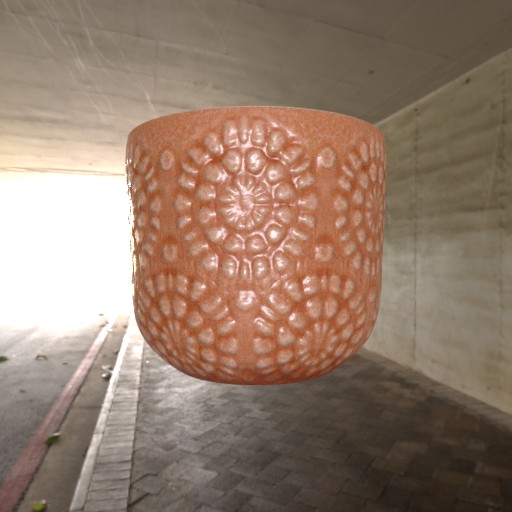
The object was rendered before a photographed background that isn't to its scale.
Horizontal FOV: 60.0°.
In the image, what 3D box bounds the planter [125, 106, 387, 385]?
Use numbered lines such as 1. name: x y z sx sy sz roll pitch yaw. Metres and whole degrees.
1. planter: 0.000 0.000 0.220 0.124 0.109 0.124 0 1 0
